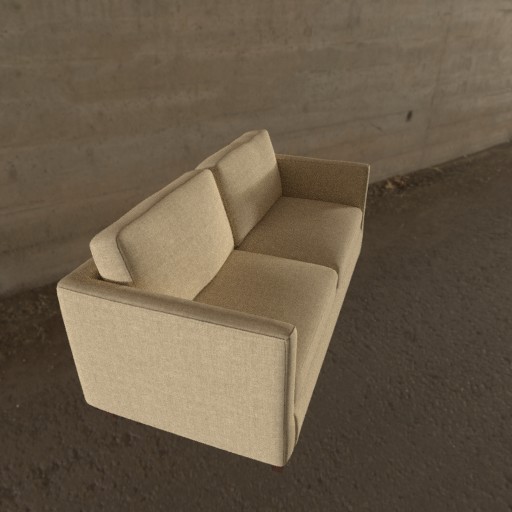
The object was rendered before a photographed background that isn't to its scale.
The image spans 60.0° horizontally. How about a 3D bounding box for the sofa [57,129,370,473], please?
[{"bbox_3d":[0.000,0.000,2.394,0.950,0.963,1.884,10,31,17],"label":"sofa"}]
